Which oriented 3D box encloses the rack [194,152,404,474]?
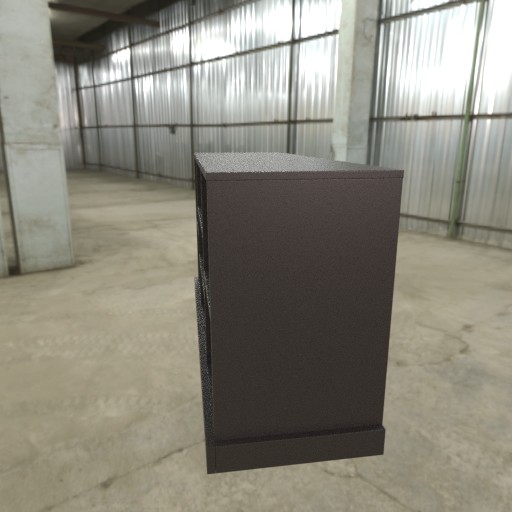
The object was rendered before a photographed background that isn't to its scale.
[{"bbox_3d":[0.000,0.000,1.472,0.399,0.635,1.206,-2,15,-9],"label":"rack"}]
